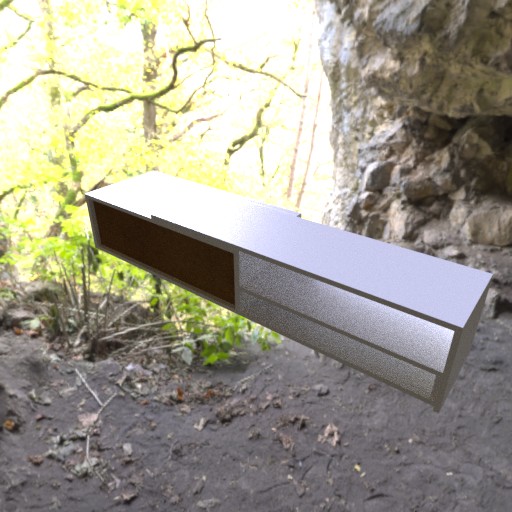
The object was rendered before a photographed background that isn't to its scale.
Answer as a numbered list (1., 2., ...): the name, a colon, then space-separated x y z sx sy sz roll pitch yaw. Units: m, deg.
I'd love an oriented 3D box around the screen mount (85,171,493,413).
1. screen mount: 0.000 0.000 1.827 1.680 0.320 0.420 20 35 32
